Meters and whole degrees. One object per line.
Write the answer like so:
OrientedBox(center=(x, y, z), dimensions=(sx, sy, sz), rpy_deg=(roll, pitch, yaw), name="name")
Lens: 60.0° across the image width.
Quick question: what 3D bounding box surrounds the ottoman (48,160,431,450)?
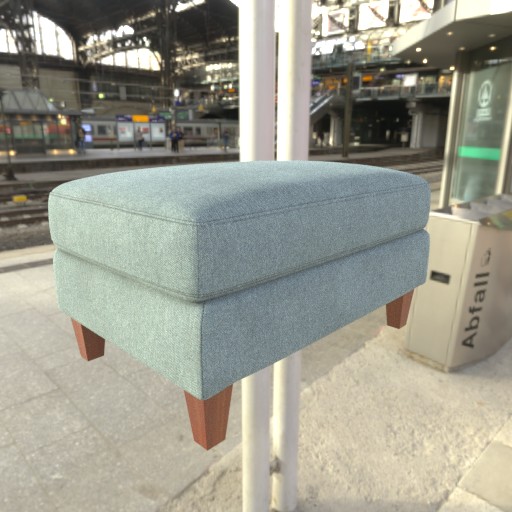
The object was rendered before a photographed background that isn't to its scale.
OrientedBox(center=(0.000, 0.000, 1.173), dimensions=(0.584, 0.483, 0.864), rpy_deg=(14, 21, 42), name="ottoman")
